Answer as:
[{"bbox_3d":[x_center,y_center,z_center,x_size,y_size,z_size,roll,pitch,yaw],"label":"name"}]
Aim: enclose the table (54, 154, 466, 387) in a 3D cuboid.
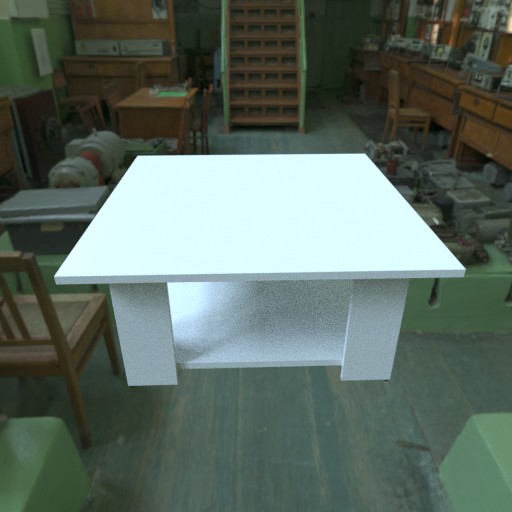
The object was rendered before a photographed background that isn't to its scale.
[{"bbox_3d":[0.000,0.000,1.088,0.670,0.305,0.670,-1,29,-2],"label":"table"}]
